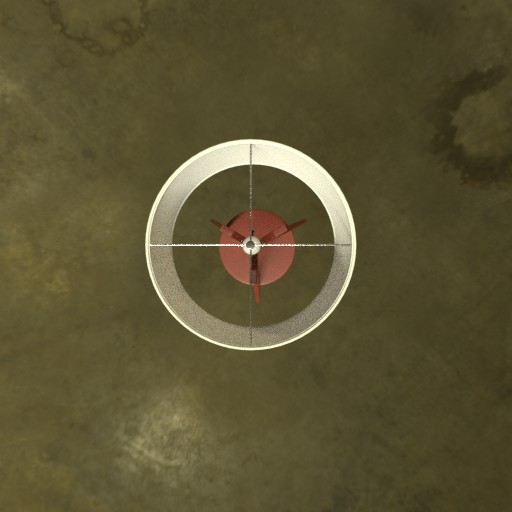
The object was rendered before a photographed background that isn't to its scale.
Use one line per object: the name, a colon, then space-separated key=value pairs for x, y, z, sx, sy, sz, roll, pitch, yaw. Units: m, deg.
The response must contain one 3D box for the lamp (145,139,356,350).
lamp: x=0.000 y=0.000 z=1.727 sx=0.539 sy=1.472 sz=0.542 roll=0 pitch=91 yaw=1
